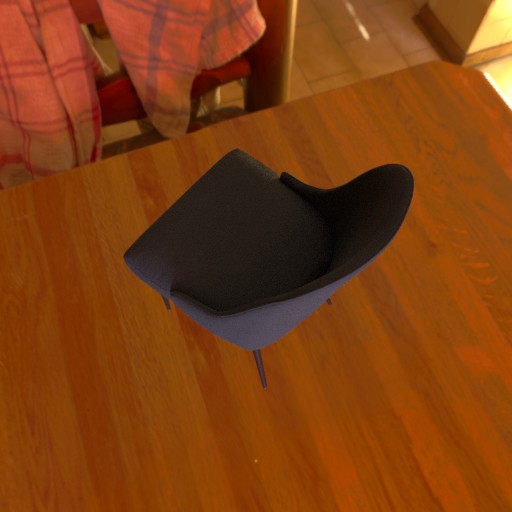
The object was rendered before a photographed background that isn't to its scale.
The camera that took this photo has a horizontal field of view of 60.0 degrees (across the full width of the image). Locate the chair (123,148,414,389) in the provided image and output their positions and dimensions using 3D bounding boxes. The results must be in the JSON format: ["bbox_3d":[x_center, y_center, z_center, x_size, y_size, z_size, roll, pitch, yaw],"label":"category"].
[{"bbox_3d":[0.000,0.000,1.179,0.559,0.896,0.478,37,70,15],"label":"chair"}]
